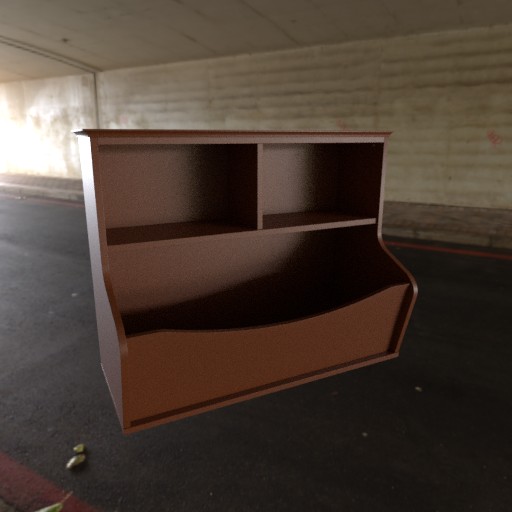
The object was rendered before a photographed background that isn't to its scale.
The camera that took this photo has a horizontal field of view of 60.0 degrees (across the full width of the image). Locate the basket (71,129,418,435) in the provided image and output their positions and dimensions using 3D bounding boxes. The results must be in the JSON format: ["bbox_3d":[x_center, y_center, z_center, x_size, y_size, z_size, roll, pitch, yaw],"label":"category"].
[{"bbox_3d":[0.000,0.000,1.145,0.792,0.625,0.376,-8,17,-26],"label":"basket"}]
